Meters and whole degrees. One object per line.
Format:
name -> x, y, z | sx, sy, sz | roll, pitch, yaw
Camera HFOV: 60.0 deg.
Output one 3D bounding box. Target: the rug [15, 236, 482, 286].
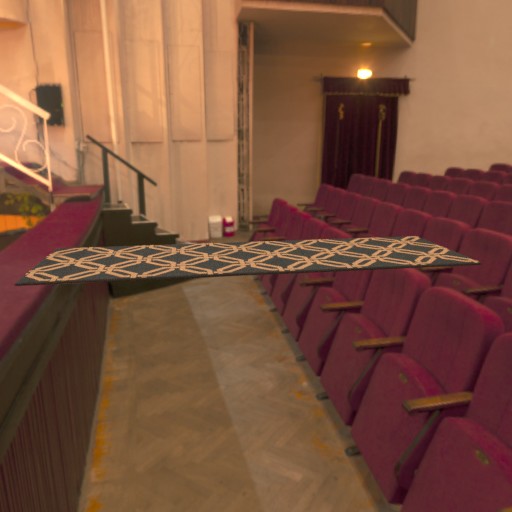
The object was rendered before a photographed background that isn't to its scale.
rug -> 0.000, 0.000, 2.456 | 2.276, 0.014, 0.678 | -2, 15, -9
